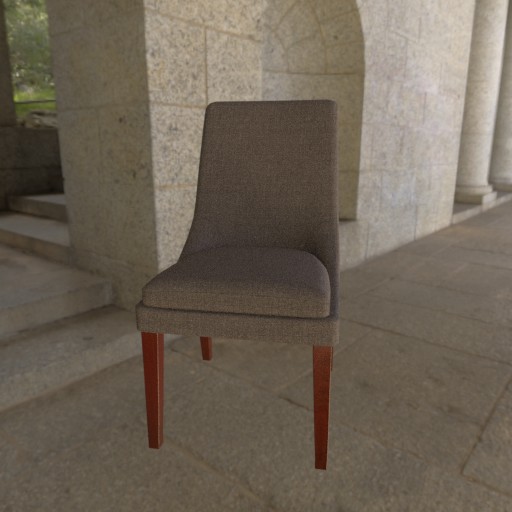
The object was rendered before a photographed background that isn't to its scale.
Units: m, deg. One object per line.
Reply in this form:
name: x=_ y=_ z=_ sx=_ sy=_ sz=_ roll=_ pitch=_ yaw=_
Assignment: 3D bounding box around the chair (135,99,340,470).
chair: x=0.000 y=0.000 z=1.353 sx=0.508 sy=0.952 sz=0.655 roll=3 pitch=14 yaw=10
